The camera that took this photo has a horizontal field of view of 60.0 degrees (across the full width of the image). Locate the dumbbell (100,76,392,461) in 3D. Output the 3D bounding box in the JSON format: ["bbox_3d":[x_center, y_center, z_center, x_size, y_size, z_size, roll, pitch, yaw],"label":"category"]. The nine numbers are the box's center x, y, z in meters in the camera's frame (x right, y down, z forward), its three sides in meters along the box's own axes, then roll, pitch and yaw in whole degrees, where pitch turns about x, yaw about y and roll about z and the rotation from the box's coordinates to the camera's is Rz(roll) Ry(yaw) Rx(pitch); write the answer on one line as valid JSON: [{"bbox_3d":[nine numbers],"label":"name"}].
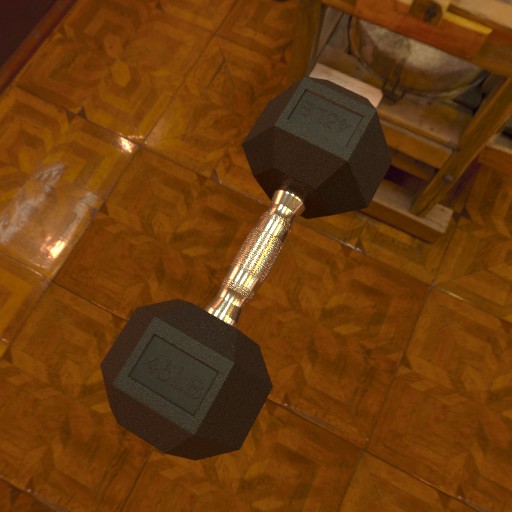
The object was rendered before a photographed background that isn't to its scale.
[{"bbox_3d":[0.000,0.000,0.416,0.141,0.123,0.356,28,76,8],"label":"dumbbell"}]
